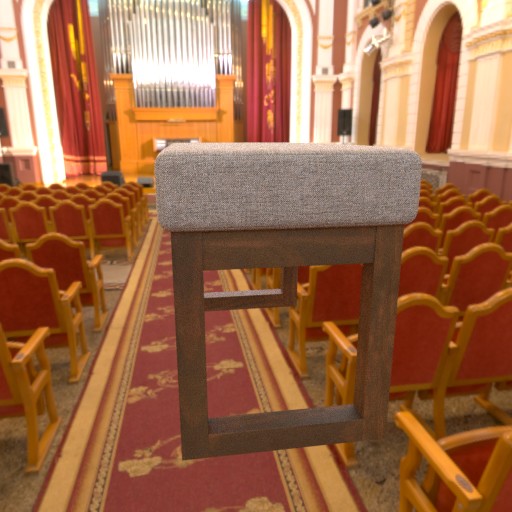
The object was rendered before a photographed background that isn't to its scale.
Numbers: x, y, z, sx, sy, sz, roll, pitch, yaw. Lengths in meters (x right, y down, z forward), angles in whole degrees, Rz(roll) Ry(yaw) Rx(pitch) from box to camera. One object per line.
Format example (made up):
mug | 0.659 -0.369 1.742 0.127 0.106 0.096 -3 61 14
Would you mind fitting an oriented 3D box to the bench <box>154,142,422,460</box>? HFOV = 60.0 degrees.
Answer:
bench | 0.000 0.000 0.953 0.366 0.467 0.681 -2 15 -9
